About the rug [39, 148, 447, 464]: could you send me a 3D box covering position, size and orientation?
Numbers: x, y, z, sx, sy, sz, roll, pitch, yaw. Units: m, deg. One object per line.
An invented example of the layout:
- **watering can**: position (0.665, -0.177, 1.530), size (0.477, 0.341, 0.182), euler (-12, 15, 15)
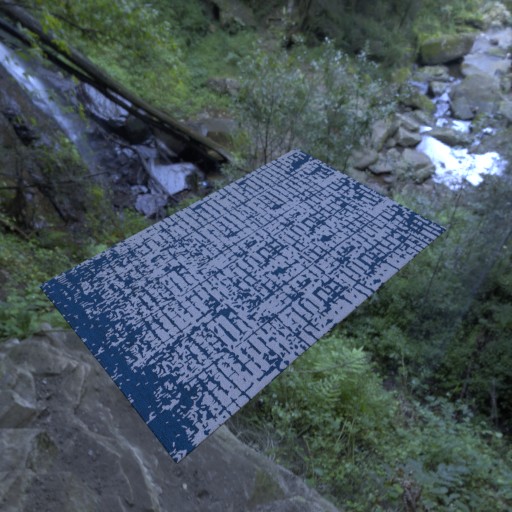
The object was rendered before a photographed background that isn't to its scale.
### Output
- **rug**: position (0.000, 0.000, 3.067), size (2.435, 0.011, 1.517), euler (-34, 54, -29)
